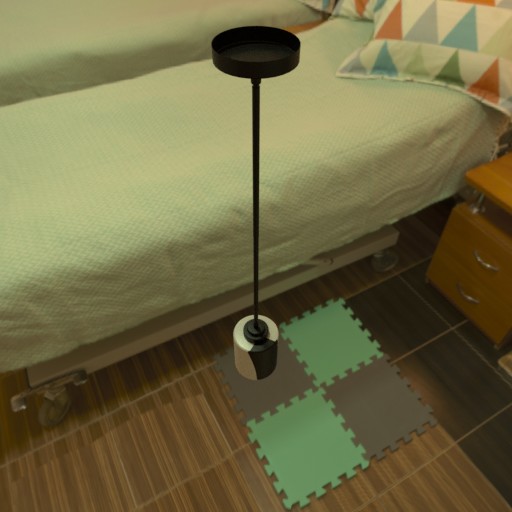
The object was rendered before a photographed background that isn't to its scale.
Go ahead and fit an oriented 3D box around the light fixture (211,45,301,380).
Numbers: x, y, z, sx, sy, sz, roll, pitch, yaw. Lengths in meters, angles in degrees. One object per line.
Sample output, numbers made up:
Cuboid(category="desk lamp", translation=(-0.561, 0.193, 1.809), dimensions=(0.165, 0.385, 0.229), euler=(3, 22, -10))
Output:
Cuboid(category="light fixture", translation=(0.000, 0.000, 0.927), dimensions=(0.123, 0.863, 0.123), euler=(24, 52, 21))
